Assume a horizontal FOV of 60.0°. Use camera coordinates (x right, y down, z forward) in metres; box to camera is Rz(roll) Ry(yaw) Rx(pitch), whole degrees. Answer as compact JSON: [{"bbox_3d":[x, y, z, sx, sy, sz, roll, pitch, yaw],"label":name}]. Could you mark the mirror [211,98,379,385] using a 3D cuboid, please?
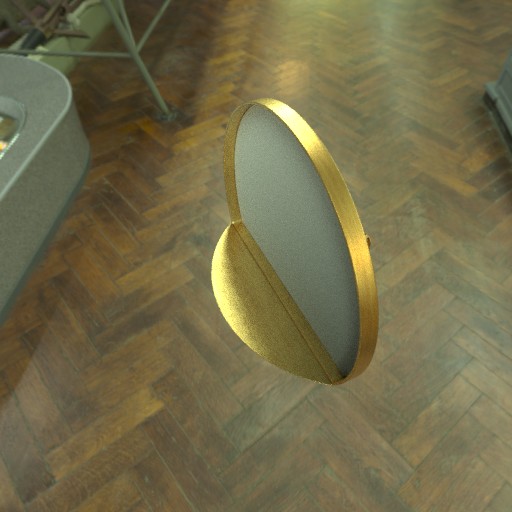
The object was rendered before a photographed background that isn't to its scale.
[{"bbox_3d":[0.000,0.000,0.704,0.133,0.457,0.457,-19,50,-17],"label":"mirror"}]
